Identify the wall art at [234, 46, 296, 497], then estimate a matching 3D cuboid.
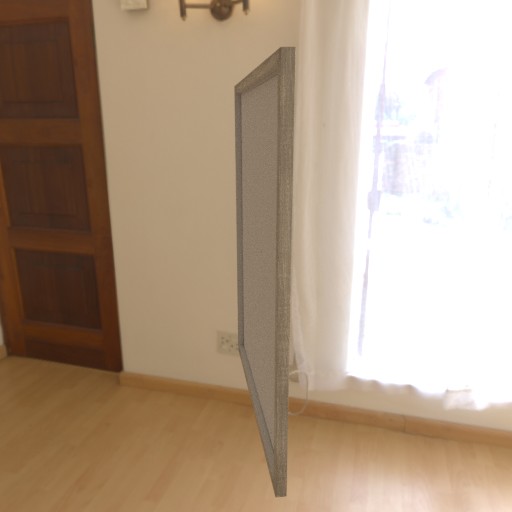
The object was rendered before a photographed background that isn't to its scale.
[{"bbox_3d":[0.000,0.000,1.328,0.035,1.022,0.781,-3,16,-9],"label":"wall art"}]
